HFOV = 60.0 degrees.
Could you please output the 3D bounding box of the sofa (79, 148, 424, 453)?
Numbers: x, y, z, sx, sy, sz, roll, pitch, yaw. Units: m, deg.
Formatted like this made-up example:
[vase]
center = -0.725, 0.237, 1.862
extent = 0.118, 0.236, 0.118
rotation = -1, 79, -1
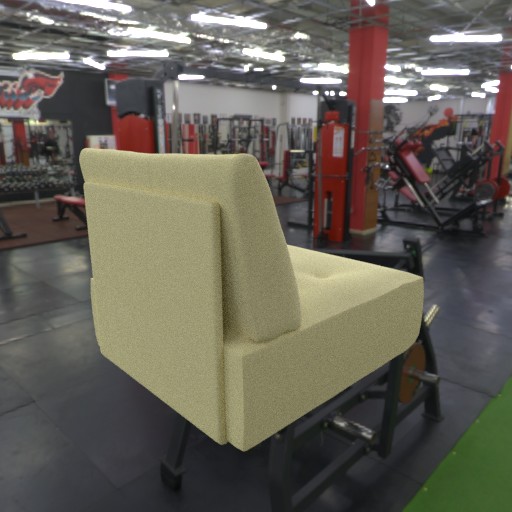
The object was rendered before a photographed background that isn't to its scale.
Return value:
[sofa]
center = 0.000, 0.000, 1.733
extent = 1.000, 0.820, 0.930
rotation = -14, 20, -42
